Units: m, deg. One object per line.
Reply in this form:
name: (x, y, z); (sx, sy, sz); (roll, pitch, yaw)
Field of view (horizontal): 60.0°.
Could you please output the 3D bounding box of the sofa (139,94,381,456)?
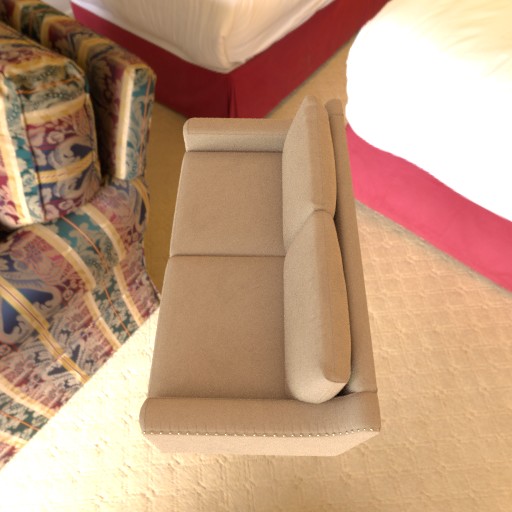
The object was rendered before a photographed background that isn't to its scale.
sofa: (0.000, 0.000, 2.503); (1.030, 0.901, 1.967); (1, 58, 1)
